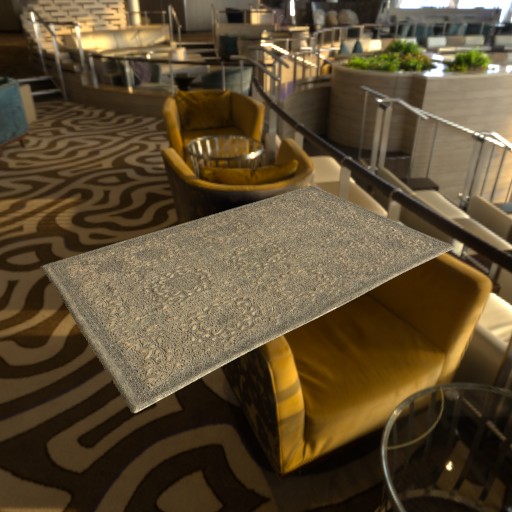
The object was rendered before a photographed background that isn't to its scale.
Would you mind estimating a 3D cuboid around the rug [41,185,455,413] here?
[{"bbox_3d":[0.000,0.000,3.108,2.498,0.022,1.535,-21,36,-31],"label":"rug"}]
